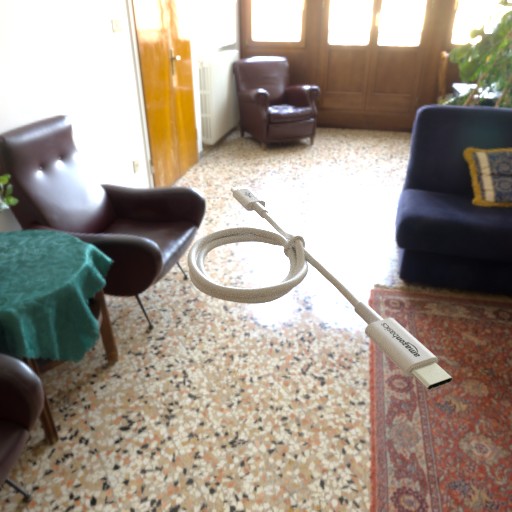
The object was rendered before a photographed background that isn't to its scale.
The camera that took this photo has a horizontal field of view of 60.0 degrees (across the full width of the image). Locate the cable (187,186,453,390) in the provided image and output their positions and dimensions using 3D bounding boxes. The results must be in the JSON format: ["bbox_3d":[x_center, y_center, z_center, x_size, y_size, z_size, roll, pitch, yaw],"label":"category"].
[{"bbox_3d":[0.000,0.000,0.224,0.070,0.014,0.203,-11,31,-19],"label":"cable"}]
